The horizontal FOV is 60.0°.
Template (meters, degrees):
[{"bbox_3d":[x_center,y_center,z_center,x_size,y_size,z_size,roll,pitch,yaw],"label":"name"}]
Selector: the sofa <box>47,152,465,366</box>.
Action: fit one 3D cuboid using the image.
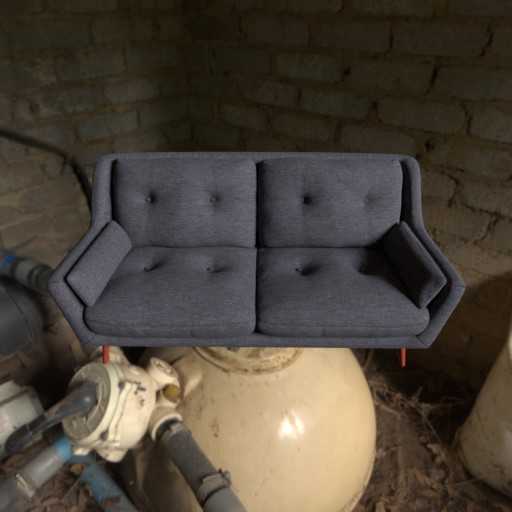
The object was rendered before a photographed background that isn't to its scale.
[{"bbox_3d":[0.000,0.000,2.424,1.929,0.896,0.975,0,30,1],"label":"sofa"}]
